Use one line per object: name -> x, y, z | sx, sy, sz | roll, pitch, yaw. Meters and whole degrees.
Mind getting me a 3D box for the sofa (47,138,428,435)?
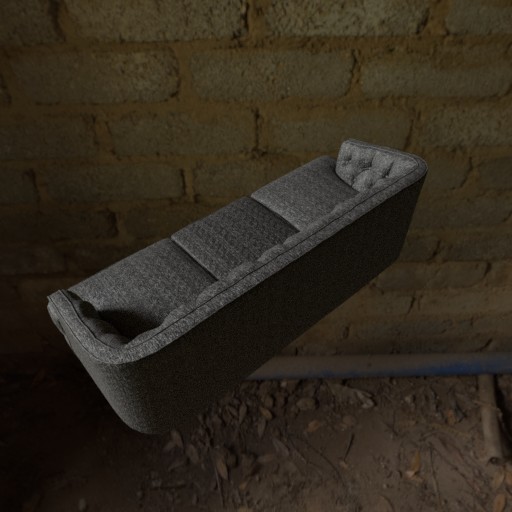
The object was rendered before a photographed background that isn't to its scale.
sofa -> 0.000, 0.000, 2.717 | 2.278, 0.855, 0.941 | -32, 53, -28
